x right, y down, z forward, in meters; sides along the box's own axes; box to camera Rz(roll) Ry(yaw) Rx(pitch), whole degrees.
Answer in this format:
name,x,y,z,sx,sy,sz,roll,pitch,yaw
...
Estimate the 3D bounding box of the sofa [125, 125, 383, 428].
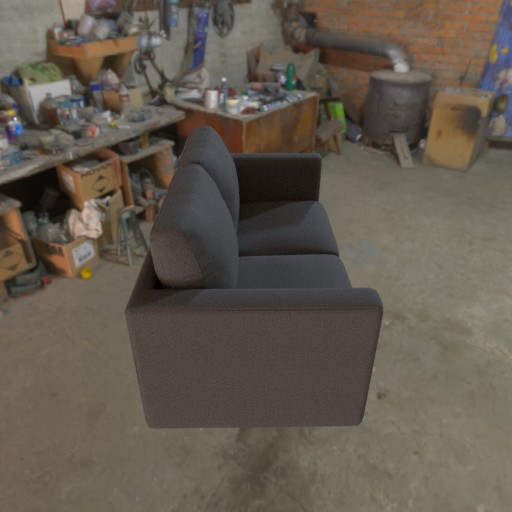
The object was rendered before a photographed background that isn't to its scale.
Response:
name,x,y,z,sx,sy,sz,roll,pitch,yaw
sofa,0.000,0.000,2.019,0.796,0.908,1.430,0,31,-1
